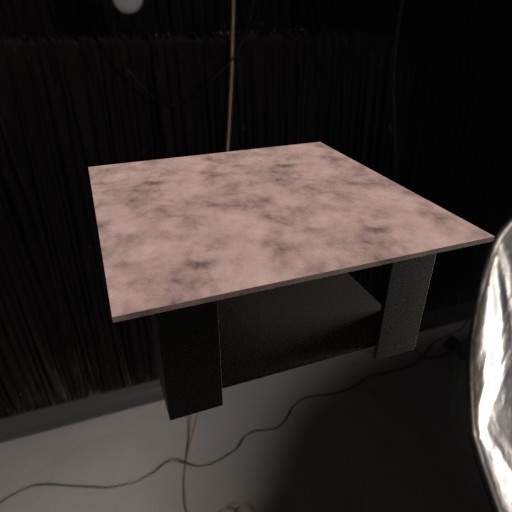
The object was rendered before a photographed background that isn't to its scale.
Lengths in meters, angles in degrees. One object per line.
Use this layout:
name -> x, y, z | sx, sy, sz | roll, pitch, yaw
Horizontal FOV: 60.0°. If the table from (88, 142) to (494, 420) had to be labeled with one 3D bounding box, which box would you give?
table -> 0.000, 0.000, 1.046 | 0.670, 0.305, 0.670 | -11, 31, -18
